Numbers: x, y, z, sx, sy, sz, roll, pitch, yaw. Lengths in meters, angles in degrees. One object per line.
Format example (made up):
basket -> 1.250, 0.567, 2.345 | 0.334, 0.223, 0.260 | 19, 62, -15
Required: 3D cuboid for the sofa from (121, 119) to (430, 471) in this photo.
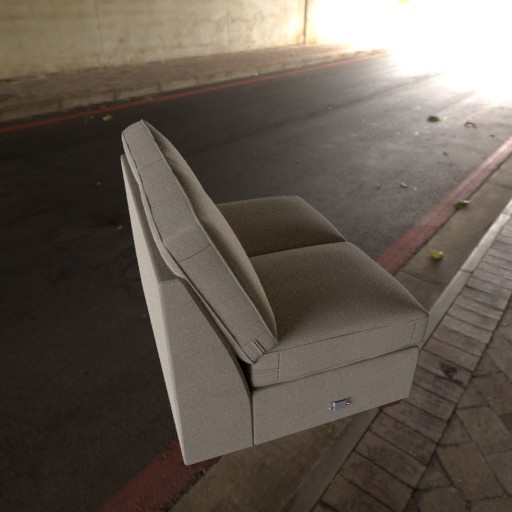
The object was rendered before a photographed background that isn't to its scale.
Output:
sofa -> 0.000, 0.000, 1.974 | 0.978, 1.006, 1.232 | -10, 31, -17
